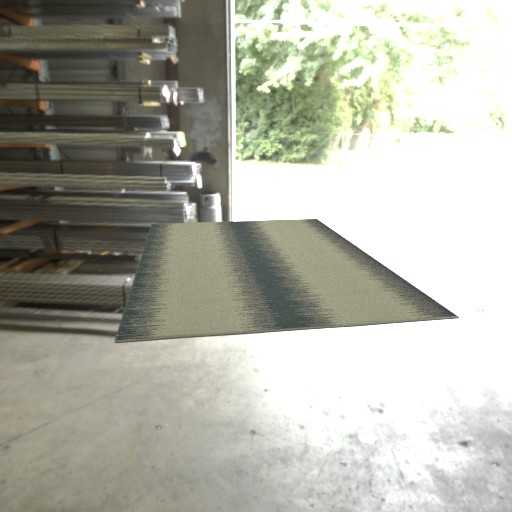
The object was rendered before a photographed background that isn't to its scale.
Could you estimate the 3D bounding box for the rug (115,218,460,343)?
[{"bbox_3d":[0.000,0.000,2.415,1.234,0.006,1.854,-3,17,-9],"label":"rug"}]
